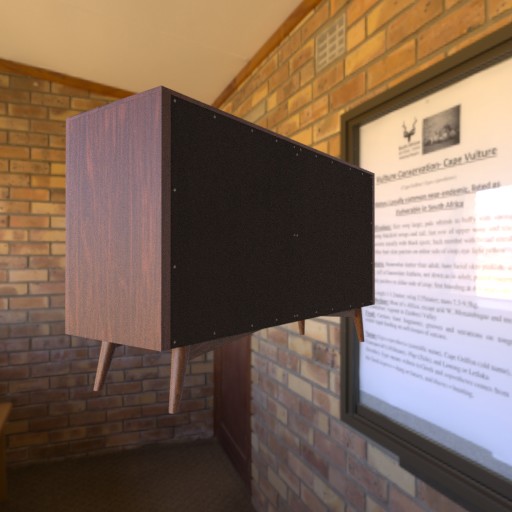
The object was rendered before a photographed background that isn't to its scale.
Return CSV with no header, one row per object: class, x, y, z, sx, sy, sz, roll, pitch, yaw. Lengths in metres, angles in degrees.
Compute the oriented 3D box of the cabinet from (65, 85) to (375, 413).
cabinet,0.000,0.000,2.015,0.505,0.940,1.575,0,0,36
